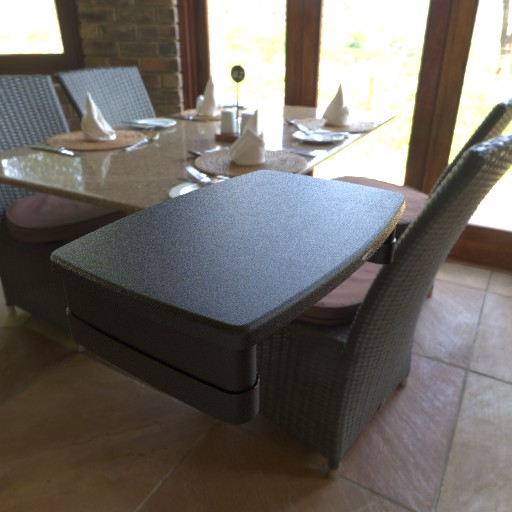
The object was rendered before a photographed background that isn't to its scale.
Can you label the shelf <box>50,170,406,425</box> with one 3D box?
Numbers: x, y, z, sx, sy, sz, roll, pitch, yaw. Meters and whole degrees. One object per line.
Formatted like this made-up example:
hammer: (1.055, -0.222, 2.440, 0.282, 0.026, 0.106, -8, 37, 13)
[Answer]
shelf: (0.000, 0.000, 0.546, 0.280, 0.100, 0.410, 16, 30, 30)
